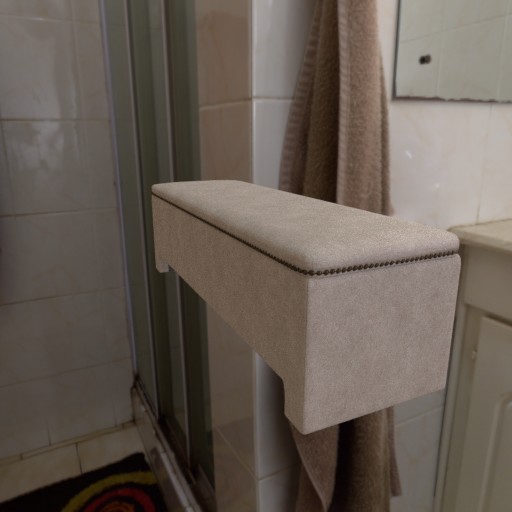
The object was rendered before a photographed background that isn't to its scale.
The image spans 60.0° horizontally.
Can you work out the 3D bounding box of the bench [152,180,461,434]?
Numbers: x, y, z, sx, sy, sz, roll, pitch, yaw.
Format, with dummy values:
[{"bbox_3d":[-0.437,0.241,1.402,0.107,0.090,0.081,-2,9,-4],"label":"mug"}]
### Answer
[{"bbox_3d":[0.000,0.000,1.699,0.470,0.447,1.482,-7,17,-24],"label":"bench"}]
